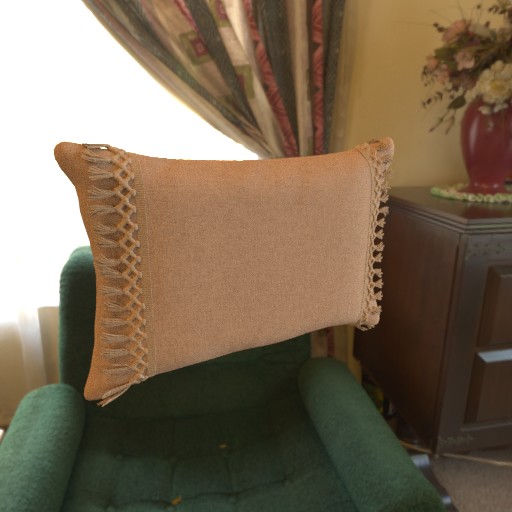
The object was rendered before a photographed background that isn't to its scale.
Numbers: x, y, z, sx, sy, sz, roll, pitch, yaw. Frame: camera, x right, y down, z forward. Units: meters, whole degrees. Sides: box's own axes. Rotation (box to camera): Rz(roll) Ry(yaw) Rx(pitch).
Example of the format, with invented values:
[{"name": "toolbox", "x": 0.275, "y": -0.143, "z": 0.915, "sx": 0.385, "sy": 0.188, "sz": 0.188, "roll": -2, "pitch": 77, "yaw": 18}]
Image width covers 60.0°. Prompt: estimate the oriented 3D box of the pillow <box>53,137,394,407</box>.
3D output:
[{"name": "pillow", "x": 0.000, "y": 0.000, "z": 0.592, "sx": 0.466, "sy": 0.305, "sz": 0.084, "roll": -8, "pitch": 17, "yaw": -27}]
